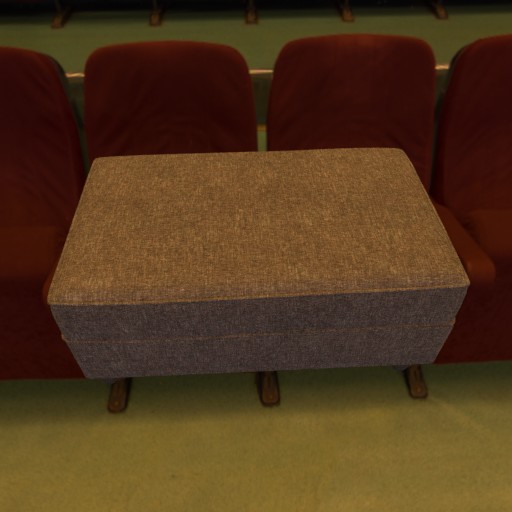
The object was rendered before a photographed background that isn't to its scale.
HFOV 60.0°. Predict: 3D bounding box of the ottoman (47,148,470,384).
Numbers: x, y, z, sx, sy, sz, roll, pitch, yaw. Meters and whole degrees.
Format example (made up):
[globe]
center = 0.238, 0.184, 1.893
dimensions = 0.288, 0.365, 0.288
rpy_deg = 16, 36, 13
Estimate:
[ottoman]
center = 0.000, 0.000, 1.562
dimensions = 1.184, 0.487, 0.717
rpy_deg = -2, 46, -2
